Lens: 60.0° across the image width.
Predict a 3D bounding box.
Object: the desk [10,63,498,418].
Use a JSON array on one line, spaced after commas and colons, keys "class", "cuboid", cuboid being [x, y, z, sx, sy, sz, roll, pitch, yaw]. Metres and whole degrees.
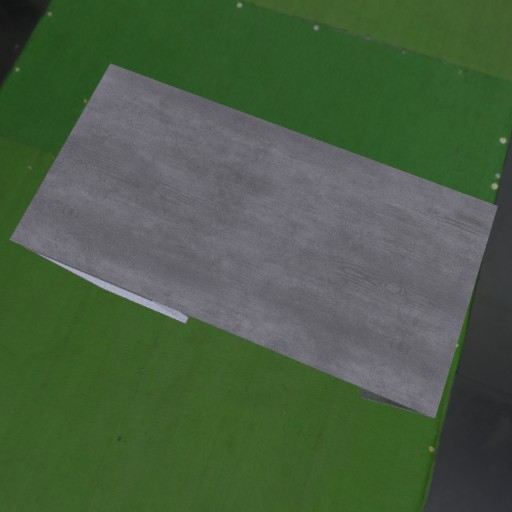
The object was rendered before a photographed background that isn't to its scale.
[{"class": "desk", "cuboid": [0.000, 0.000, 1.573, 1.200, 0.740, 0.600, 22, 77, 5]}]
